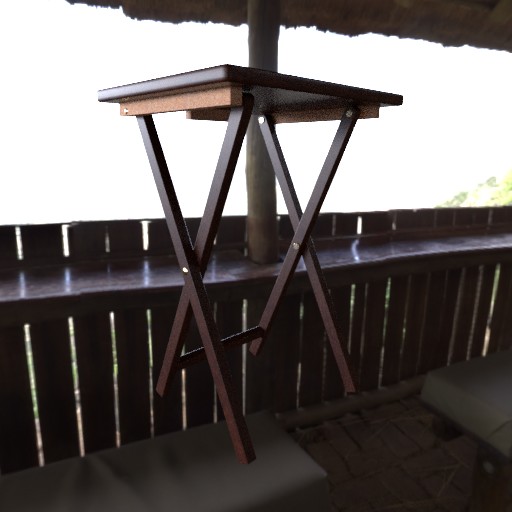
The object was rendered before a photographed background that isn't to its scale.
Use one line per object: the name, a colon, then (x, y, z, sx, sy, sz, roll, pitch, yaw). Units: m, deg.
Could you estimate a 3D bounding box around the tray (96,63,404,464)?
tray: (0.000, 0.000, 0.947, 0.483, 0.660, 0.381, -13, 18, -43)
